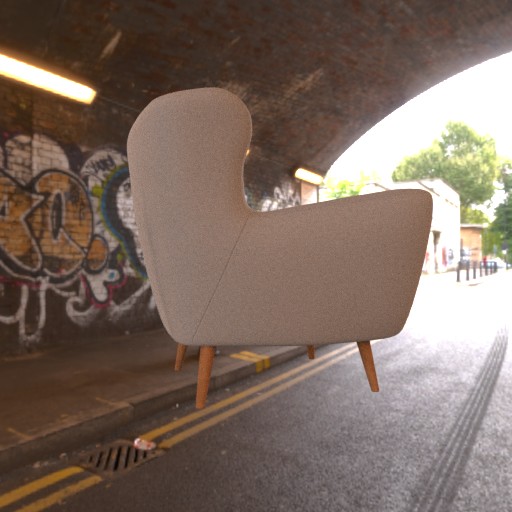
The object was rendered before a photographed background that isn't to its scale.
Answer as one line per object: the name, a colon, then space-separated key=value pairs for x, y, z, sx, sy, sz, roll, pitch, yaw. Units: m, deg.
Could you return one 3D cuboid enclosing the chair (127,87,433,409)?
chair: x=0.000 y=0.000 z=1.590 sx=0.889 sy=0.889 sz=0.890 roll=0 pitch=0 yaw=-18
